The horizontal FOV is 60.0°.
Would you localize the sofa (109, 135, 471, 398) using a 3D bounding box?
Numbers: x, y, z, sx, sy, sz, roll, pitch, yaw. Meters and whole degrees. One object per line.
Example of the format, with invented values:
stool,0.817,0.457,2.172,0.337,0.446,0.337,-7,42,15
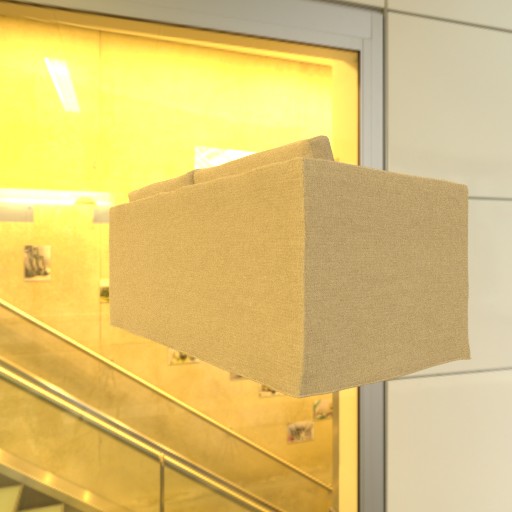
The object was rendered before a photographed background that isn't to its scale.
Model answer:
sofa,0.000,0.000,2.240,0.956,0.828,1.766,0,0,-36
